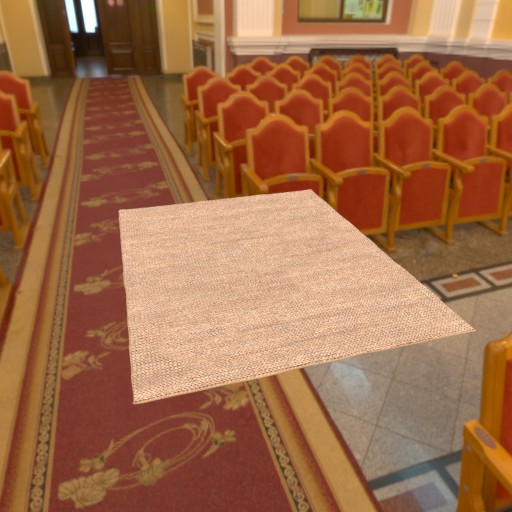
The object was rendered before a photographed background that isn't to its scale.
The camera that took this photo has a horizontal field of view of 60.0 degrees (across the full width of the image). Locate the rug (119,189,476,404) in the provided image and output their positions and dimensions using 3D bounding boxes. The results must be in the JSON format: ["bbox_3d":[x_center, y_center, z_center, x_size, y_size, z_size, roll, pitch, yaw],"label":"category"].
[{"bbox_3d":[0.000,0.000,4.185,2.429,0.030,3.052,-8,30,-15],"label":"rug"}]
